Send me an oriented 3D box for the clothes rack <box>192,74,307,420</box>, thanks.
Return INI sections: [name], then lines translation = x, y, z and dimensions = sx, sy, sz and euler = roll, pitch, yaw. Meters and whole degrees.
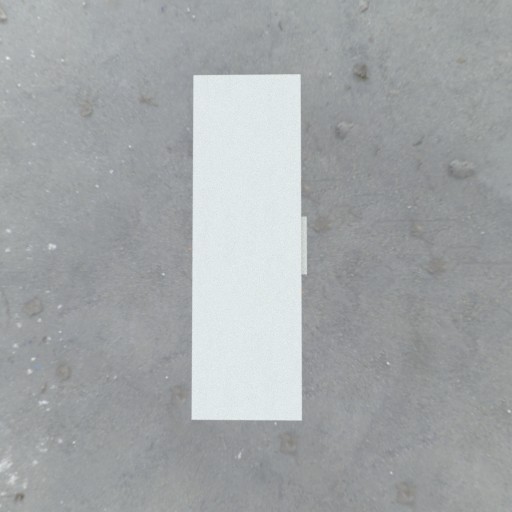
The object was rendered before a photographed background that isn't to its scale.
[clothes rack]
translation = 0.000, 0.000, 1.600
dimensions = 0.250, 1.280, 0.750
euler = 0, 88, 1
